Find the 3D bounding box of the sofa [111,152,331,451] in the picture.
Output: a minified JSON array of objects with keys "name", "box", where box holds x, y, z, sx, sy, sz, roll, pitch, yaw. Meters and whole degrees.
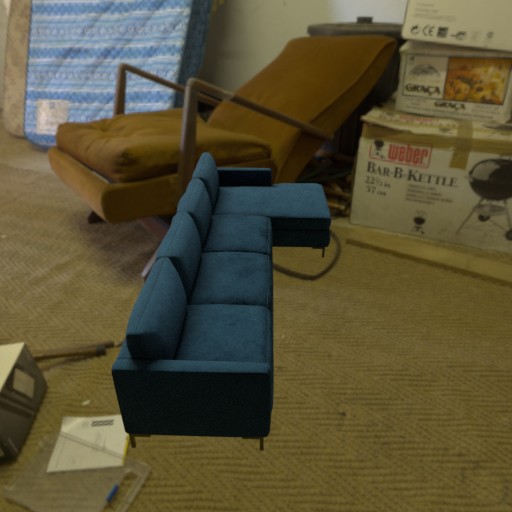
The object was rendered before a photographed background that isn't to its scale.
[{"name":"sofa","box":[0.000,0.000,3.480,1.350,0.810,2.932,1,31,2]}]
